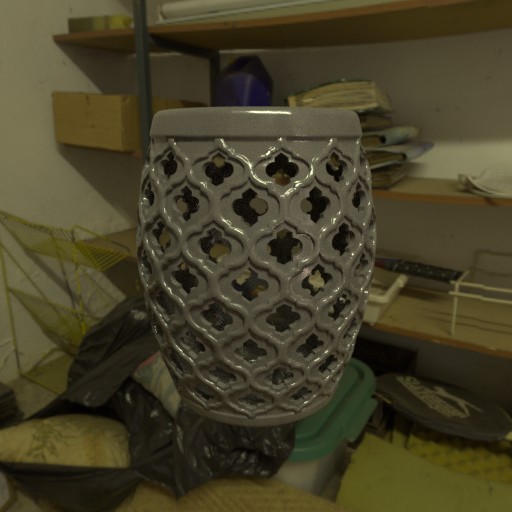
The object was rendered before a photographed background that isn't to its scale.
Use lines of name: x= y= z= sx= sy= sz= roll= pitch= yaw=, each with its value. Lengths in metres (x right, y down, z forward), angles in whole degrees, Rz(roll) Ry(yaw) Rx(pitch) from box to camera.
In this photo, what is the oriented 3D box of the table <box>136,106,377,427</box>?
table: x=0.000 y=0.000 z=0.627 sx=0.325 sy=0.388 sz=0.325 roll=0 pitch=15 yaw=0
